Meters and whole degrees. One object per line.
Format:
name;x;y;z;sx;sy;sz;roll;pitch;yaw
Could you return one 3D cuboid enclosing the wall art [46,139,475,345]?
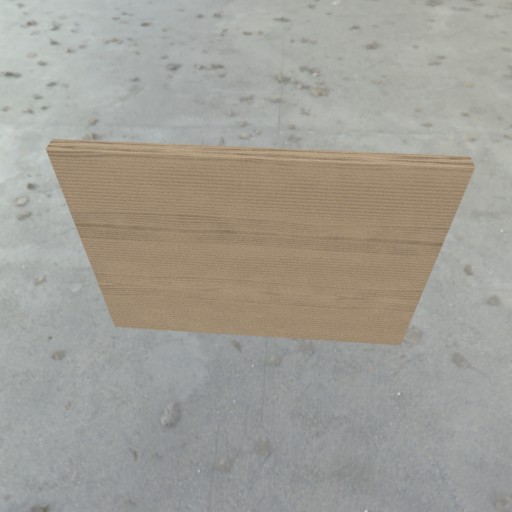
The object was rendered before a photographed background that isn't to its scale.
wall art;0.000;0.000;1.104;0.841;0.609;0.063;3;46;3
